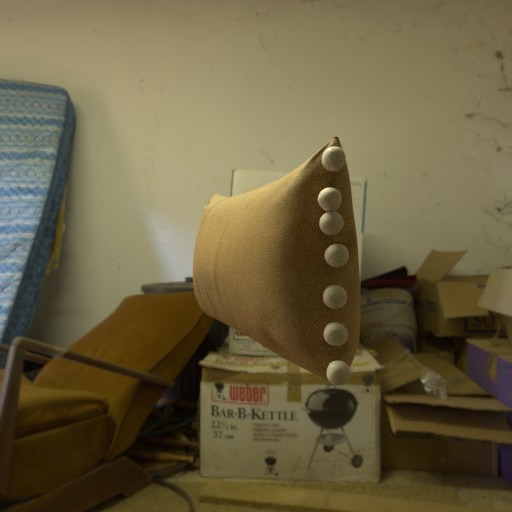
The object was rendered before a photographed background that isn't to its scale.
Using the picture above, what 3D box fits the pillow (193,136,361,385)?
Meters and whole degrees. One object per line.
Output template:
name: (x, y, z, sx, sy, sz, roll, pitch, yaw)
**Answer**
pillow: (0.000, 0.000, 0.847, 0.201, 0.322, 0.709, 0, 0, -19)
